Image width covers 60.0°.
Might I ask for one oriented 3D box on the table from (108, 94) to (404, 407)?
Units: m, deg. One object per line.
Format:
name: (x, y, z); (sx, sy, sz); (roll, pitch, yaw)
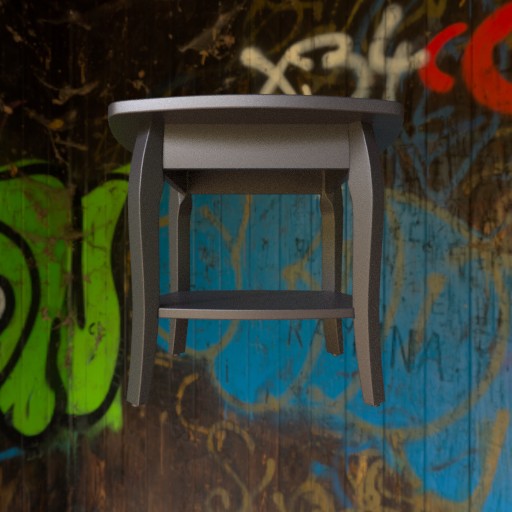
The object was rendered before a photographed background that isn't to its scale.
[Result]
table: (0.000, 0.000, 0.849); (0.508, 0.457, 0.457); (0, 0, 0)
